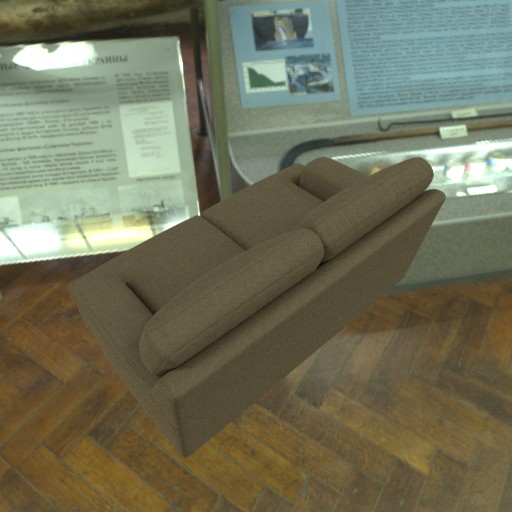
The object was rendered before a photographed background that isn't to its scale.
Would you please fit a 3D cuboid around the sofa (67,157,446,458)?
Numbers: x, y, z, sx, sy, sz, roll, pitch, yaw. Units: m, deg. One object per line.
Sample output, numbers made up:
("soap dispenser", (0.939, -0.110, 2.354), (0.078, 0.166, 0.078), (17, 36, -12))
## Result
("sofa", (0.000, 0.000, 2.500), (1.869, 0.950, 1.140), (-32, 54, -28))
